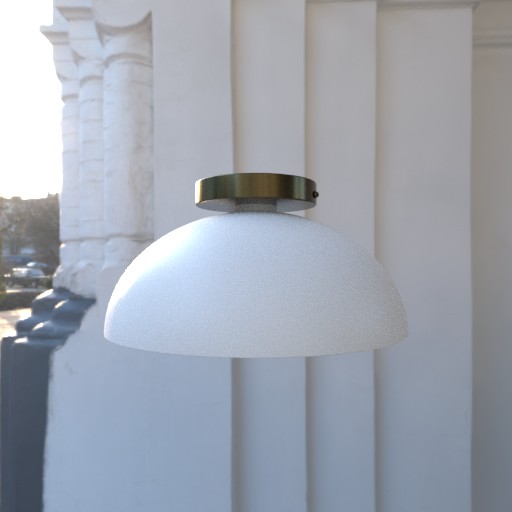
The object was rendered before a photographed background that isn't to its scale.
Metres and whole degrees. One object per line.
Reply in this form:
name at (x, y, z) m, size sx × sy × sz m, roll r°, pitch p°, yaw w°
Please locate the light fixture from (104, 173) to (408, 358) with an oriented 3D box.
light fixture at (0.000, 0.000, 0.548) m, size 0.355 × 0.177 × 0.355 m, roll 0°, pitch -1°, yaw 0°
